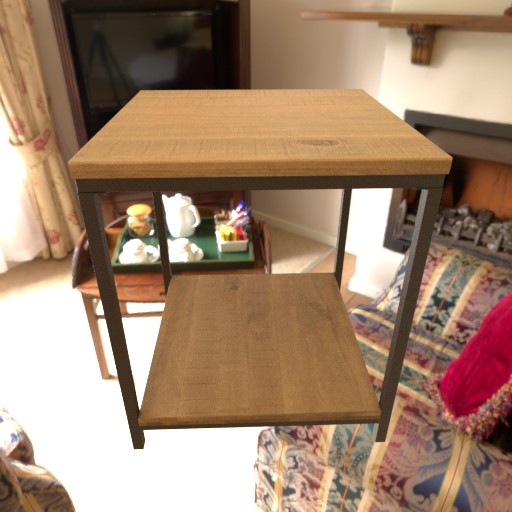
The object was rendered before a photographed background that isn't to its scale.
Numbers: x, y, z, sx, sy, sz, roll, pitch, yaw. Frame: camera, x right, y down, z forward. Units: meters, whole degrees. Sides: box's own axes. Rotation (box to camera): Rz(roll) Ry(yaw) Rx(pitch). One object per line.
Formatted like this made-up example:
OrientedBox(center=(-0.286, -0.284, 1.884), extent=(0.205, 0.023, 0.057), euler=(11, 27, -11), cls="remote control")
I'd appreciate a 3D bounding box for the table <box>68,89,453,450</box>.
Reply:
OrientedBox(center=(0.000, 0.000, 0.949), extent=(0.507, 0.589, 0.503), euler=(-1, 30, -2), cls="table")
